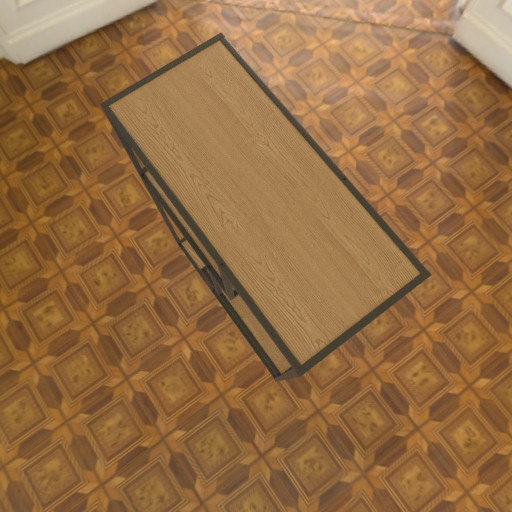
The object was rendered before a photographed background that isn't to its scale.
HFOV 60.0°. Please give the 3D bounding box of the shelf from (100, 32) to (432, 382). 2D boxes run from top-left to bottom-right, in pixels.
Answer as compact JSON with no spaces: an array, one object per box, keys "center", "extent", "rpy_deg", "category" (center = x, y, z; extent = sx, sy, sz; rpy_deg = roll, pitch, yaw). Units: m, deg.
[{"center":[0.000,0.000,1.532],"extent":[0.350,1.138,0.770],"rpy_deg":[-35,77,-10],"category":"shelf"}]
